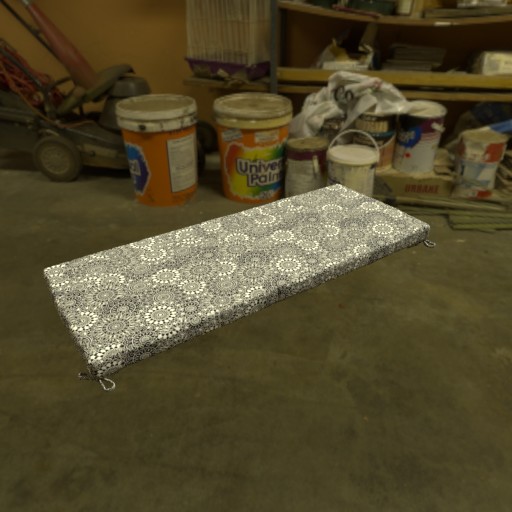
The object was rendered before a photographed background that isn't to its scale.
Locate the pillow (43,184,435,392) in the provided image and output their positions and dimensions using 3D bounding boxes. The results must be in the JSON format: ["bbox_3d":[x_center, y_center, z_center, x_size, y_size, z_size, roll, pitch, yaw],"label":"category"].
[{"bbox_3d":[0.000,0.000,1.372,1.187,0.081,0.492,-19,36,-29],"label":"pillow"}]
